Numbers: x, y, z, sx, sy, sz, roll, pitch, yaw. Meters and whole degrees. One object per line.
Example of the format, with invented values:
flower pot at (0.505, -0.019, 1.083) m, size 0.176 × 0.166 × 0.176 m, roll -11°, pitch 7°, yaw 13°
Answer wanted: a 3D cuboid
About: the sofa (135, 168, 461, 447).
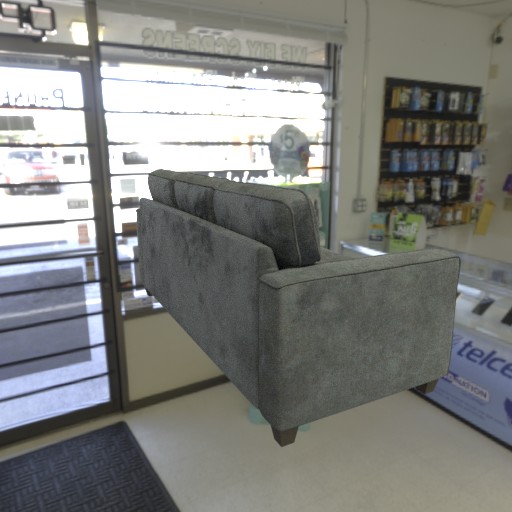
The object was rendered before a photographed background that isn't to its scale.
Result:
sofa at (0.000, 0.000, 2.639) m, size 0.939 × 0.965 × 2.133 m, roll -7°, pitch 16°, yaw -27°
